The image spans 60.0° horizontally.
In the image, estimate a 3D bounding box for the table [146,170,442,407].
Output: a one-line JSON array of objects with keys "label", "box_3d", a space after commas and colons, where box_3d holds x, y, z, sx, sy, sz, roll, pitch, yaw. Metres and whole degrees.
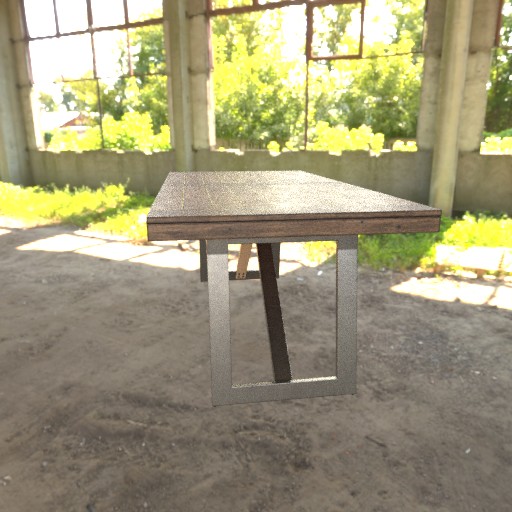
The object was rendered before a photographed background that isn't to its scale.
[{"label": "table", "box_3d": [0.000, 0.000, 2.350, 0.931, 0.757, 1.867, -2, 15, -8]}]
